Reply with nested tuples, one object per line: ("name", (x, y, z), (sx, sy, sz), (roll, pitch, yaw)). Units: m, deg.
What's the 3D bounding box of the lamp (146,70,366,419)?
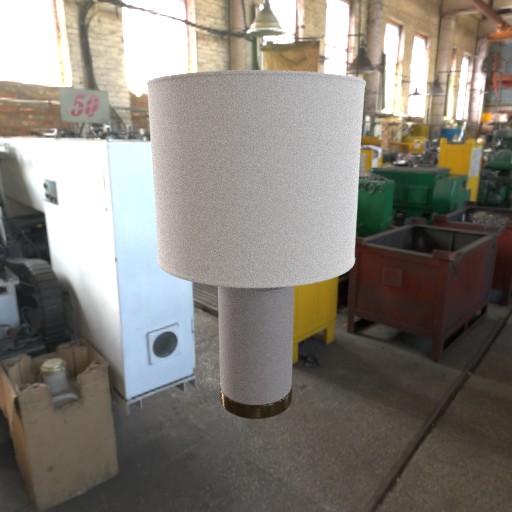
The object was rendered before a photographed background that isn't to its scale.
("lamp", (0.000, 0.000, 0.525), (0.229, 0.380, 0.229), (0, 15, 0))
